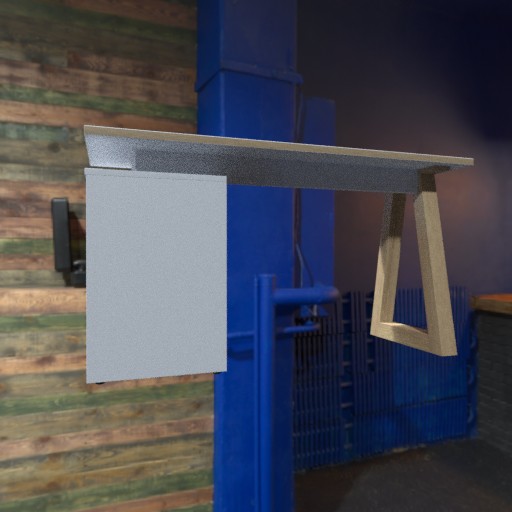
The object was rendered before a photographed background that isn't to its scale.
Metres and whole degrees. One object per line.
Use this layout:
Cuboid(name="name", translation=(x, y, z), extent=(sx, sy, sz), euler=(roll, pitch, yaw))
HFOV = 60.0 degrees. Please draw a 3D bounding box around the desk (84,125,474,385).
Cuboid(name="desk", translation=(0.000, 0.000, 2.009), extent=(1.404, 0.755, 1.098), euler=(0, 0, -19))
